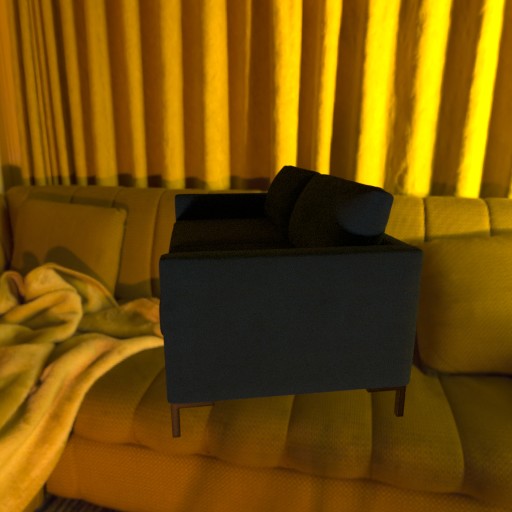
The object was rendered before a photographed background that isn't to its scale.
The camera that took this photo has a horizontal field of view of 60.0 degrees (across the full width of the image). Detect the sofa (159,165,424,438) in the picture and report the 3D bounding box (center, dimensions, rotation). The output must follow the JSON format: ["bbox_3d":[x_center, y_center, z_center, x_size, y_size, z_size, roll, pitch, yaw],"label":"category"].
[{"bbox_3d":[0.000,0.000,2.210,0.875,0.817,1.676,-2,15,-8],"label":"sofa"}]
